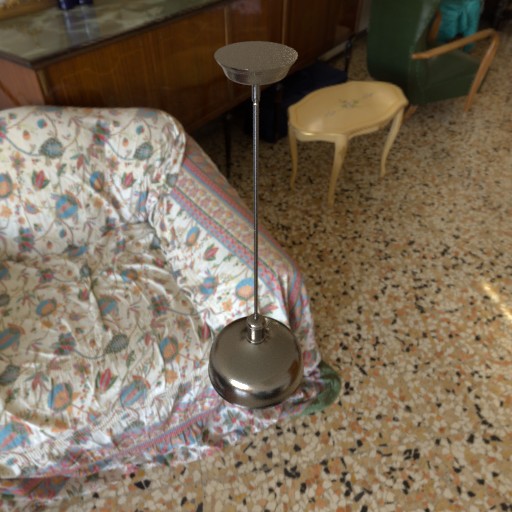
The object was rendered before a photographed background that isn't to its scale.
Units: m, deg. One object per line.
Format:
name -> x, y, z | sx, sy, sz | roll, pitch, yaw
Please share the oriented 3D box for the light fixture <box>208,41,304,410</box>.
light fixture -> 0.000, 0.000, 1.074 | 0.299, 0.935, 0.299 | -1, 43, -1
